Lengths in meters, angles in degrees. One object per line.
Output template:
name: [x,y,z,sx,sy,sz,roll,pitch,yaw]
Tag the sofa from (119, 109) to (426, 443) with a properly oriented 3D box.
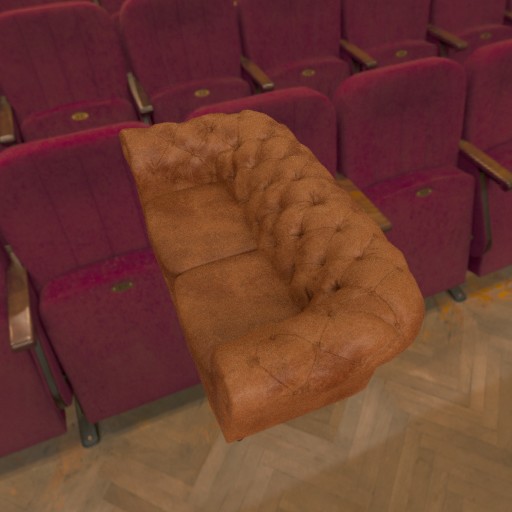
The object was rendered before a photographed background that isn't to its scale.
sofa: [0.000,0.000,2.499,1.042,0.877,1.979,-17,48,-15]
